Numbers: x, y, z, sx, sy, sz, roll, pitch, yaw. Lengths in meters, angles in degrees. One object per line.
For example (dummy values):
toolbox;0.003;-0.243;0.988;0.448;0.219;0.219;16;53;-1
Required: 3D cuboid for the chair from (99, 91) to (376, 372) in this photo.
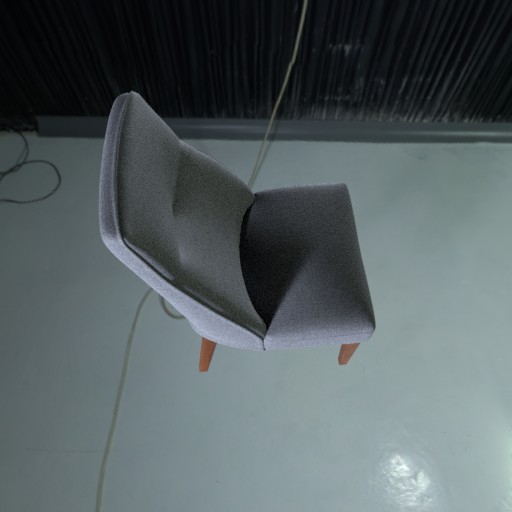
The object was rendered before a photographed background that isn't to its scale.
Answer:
chair;0.000;0.000;1.275;0.620;0.930;0.500;-4;63;-2
